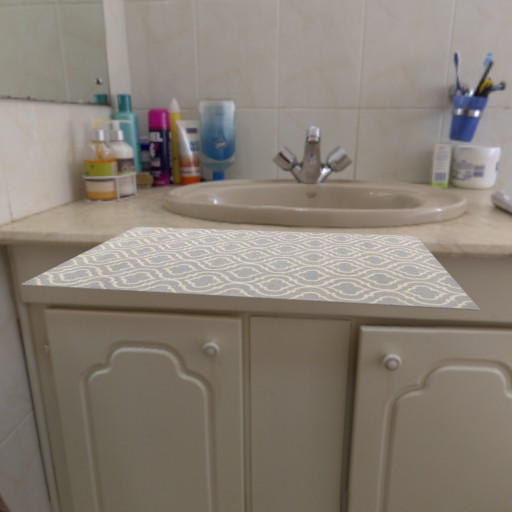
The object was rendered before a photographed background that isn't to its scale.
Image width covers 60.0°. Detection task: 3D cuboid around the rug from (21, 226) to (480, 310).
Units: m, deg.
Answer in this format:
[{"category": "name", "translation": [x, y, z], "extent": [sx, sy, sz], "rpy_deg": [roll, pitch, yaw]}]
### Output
[{"category": "rug", "translation": [0.000, 0.000, 2.208], "extent": [1.749, 0.015, 1.141], "rpy_deg": [2, 16, 8]}]
